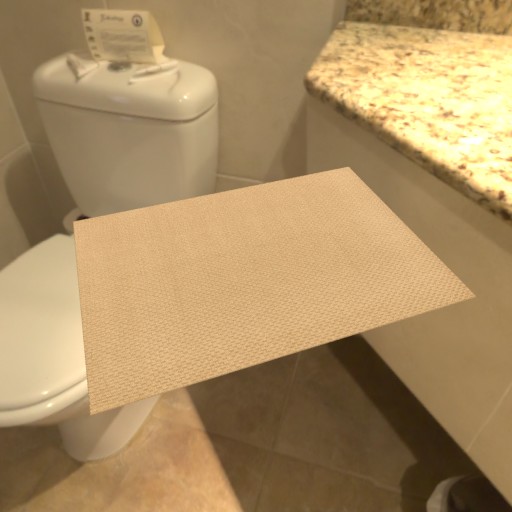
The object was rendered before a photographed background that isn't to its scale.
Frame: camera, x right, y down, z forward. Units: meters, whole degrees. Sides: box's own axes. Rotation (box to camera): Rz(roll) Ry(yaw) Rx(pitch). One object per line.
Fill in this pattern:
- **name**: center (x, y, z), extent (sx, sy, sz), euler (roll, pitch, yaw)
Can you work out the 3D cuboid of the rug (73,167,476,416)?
- **rug**: center (0.000, 0.000, 2.805), extent (2.144, 0.013, 1.509), euler (-14, 44, -15)
